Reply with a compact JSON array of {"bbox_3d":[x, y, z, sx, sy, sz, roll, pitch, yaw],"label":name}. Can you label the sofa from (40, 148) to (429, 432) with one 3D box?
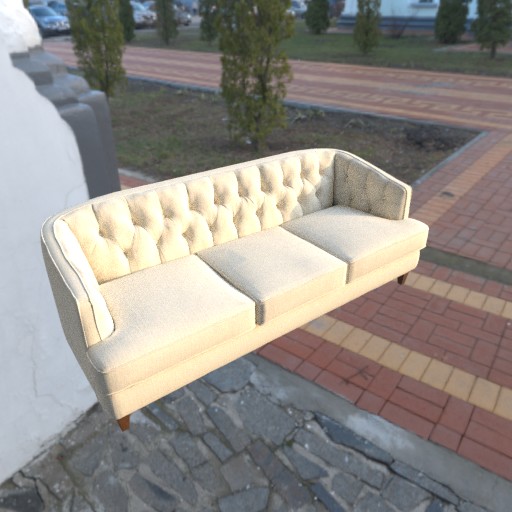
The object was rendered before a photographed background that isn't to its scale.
[{"bbox_3d":[0.000,0.000,2.707,2.278,0.855,0.941,-20,36,-31],"label":"sofa"}]
